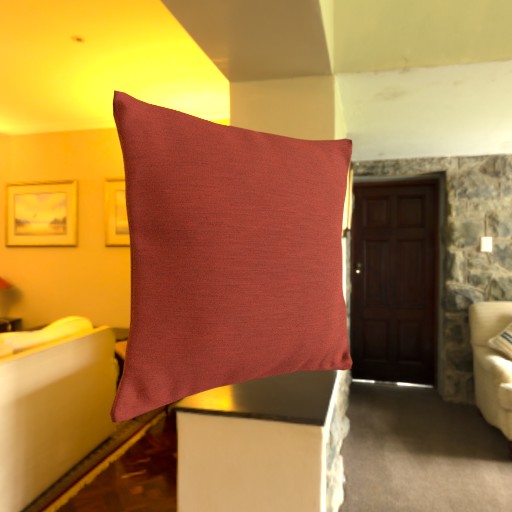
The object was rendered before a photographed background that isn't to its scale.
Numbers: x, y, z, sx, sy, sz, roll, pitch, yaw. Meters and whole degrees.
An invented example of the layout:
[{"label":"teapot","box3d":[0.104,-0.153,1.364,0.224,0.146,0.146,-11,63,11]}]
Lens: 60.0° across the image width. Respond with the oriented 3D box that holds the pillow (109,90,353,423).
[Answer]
[{"label":"pillow","box3d":[0.000,0.000,0.671,0.435,0.416,0.151,0,1,-36]}]
